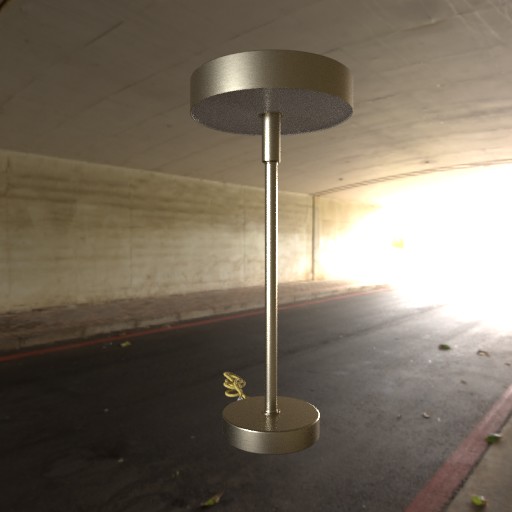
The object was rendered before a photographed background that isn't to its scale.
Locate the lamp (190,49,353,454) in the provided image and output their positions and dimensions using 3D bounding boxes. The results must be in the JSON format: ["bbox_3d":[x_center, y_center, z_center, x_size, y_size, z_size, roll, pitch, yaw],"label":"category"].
[{"bbox_3d":[0.000,0.000,0.703,0.229,0.508,0.369,0,1,-18],"label":"lamp"}]
